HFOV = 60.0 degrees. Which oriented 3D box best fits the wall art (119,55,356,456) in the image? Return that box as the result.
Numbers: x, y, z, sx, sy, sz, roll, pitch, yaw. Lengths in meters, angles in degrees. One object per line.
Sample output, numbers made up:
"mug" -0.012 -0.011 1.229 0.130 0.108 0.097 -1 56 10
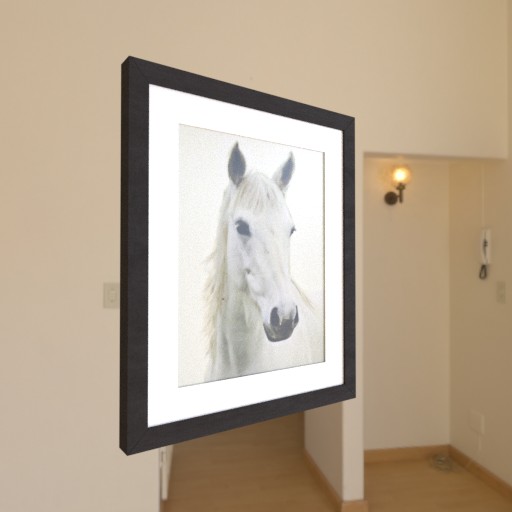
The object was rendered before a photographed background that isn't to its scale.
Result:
"wall art" 0.000 0.000 0.756 0.455 0.552 0.034 1 -1 -35
